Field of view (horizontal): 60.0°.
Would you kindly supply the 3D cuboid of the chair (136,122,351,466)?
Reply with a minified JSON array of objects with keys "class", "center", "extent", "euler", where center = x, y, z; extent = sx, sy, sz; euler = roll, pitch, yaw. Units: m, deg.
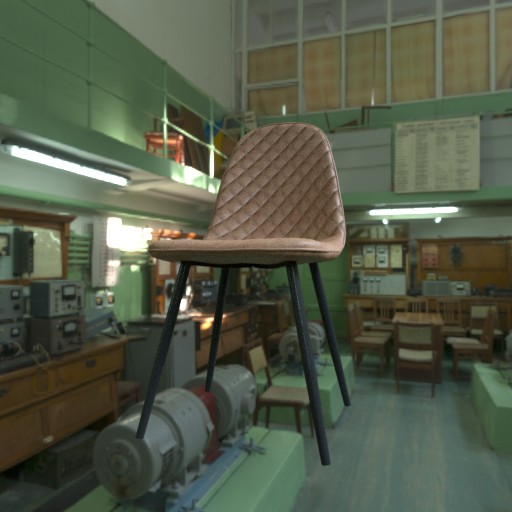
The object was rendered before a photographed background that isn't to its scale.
[{"class":"chair","center":[0.000,0.000,1.217],"extent":[0.472,0.889,0.561],"euler":[0,0,18]}]
